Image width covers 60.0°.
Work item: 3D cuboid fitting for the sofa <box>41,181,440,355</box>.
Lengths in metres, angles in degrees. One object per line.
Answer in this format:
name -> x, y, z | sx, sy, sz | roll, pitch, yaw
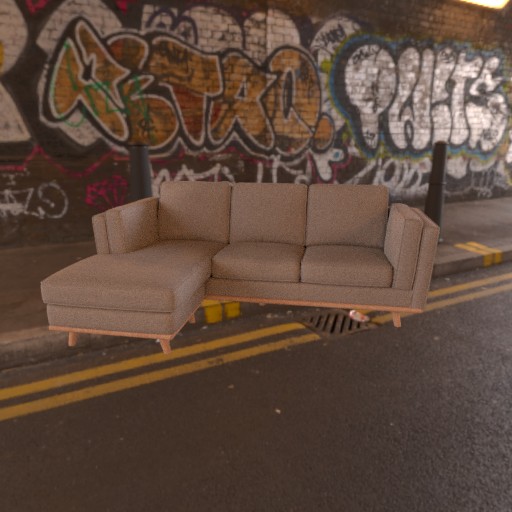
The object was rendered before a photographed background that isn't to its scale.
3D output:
sofa -> 0.000, 0.000, 3.159 | 2.411, 0.929, 1.604 | 3, 15, 10
